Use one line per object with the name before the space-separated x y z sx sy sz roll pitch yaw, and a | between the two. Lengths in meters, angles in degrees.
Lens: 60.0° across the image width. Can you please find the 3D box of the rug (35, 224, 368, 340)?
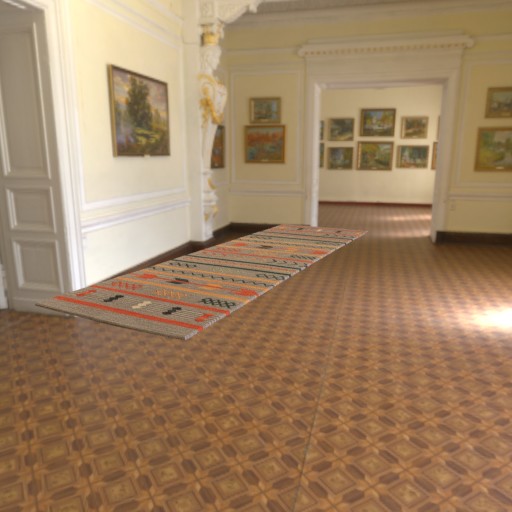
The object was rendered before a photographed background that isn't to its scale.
rug | 0.000 0.000 2.643 0.744 0.022 2.419 7 14 27
